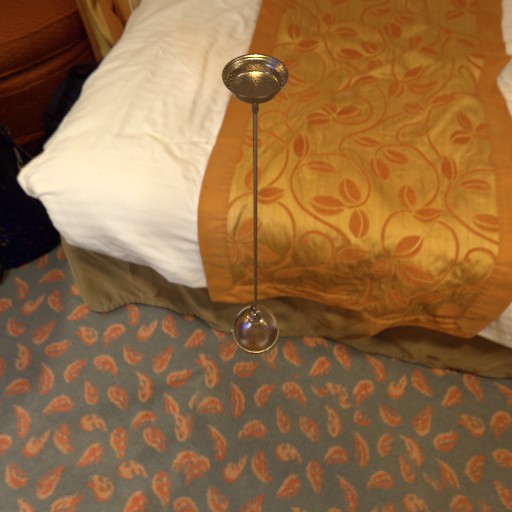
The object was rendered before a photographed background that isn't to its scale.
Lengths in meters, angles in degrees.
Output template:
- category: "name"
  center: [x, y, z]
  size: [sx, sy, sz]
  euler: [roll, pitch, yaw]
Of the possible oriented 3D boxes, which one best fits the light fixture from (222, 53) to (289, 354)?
- category: "light fixture"
  center: [0.000, 0.000, 1.447]
  size: [0.211, 1.367, 0.217]
  euler: [-30, 64, -17]
